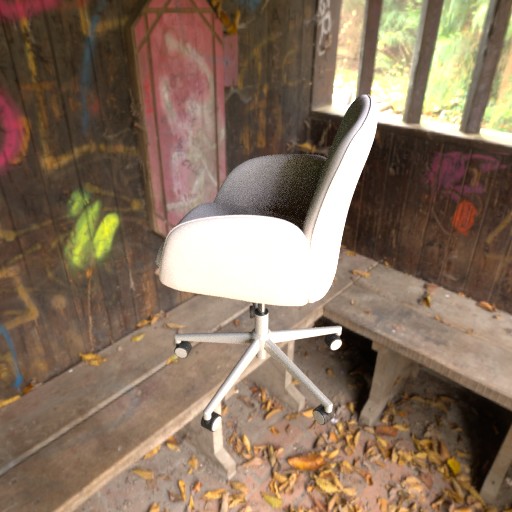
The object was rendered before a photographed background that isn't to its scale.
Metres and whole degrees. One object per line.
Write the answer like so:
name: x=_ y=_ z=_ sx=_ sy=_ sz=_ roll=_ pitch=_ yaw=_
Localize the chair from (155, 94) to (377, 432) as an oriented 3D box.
chair: x=0.000 y=0.000 z=1.411 sx=0.633 sy=0.959 sz=0.648 roll=7 pitch=31 yaw=12
